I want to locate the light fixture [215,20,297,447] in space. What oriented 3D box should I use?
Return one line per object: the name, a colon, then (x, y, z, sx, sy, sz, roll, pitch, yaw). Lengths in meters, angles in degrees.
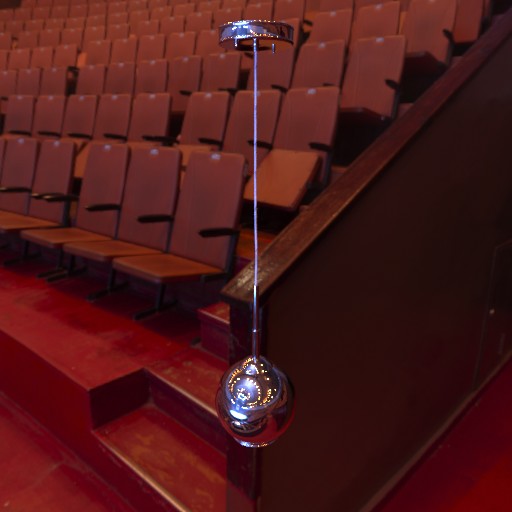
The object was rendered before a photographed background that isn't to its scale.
light fixture: (0.000, 0.000, 1.657, 0.336, 1.538, 0.336, 14, 21, 41)
